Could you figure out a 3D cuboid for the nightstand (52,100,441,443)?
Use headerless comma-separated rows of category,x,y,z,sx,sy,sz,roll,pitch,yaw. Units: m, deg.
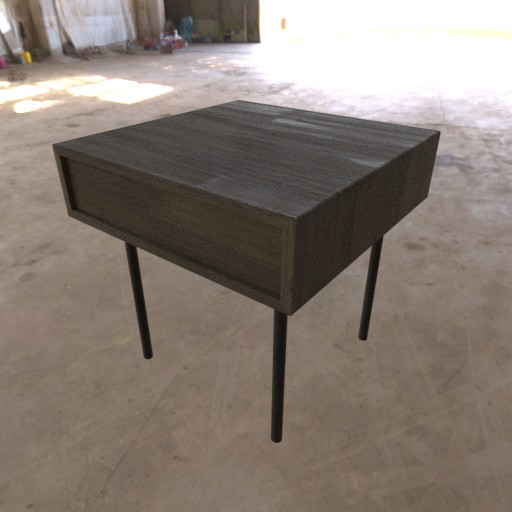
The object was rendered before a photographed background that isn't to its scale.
nightstand,0.000,0.000,0.924,0.502,0.497,0.503,21,36,32
